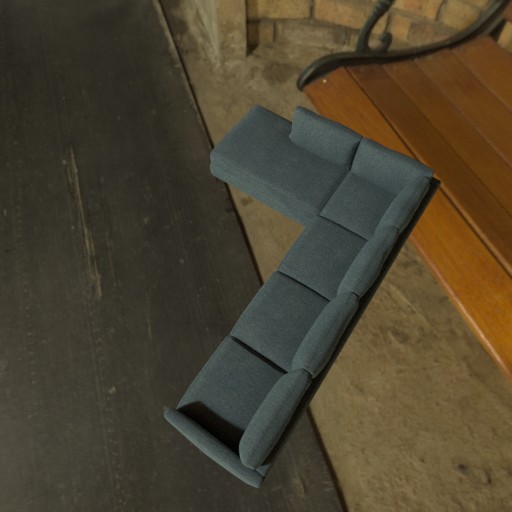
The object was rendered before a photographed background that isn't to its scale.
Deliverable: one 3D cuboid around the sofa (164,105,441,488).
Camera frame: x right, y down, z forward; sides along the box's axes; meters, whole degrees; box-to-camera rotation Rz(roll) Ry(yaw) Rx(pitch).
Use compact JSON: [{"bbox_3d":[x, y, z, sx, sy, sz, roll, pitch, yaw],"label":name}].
[{"bbox_3d":[0.000,0.000,3.774,2.007,0.815,2.949,31,67,15],"label":"sofa"}]
